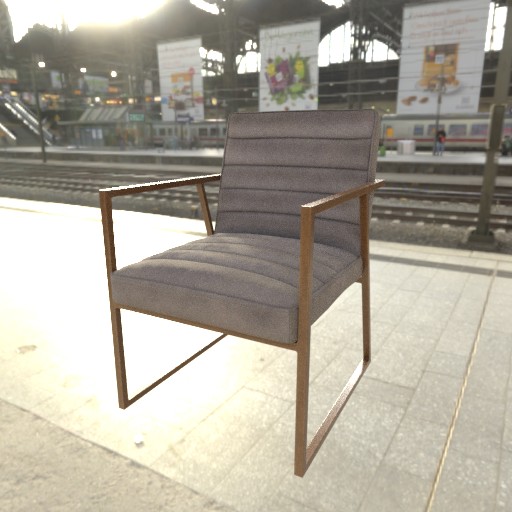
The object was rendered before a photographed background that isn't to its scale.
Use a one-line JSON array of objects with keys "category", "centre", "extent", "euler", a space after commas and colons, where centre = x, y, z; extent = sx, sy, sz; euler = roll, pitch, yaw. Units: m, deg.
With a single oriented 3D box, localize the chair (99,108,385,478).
[{"category": "chair", "centre": [0.000, 0.000, 1.306], "extent": [0.578, 0.843, 0.682], "euler": [8, 17, 28]}]
